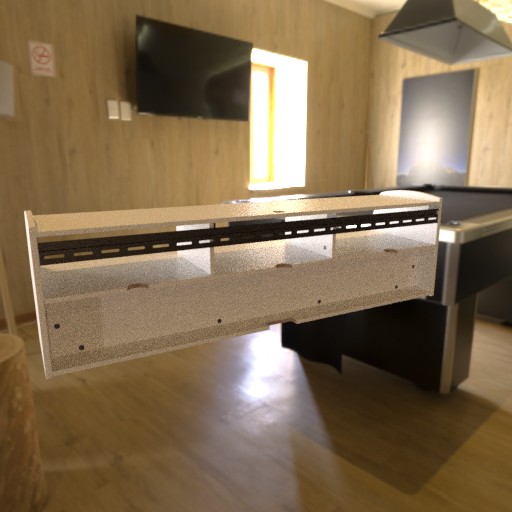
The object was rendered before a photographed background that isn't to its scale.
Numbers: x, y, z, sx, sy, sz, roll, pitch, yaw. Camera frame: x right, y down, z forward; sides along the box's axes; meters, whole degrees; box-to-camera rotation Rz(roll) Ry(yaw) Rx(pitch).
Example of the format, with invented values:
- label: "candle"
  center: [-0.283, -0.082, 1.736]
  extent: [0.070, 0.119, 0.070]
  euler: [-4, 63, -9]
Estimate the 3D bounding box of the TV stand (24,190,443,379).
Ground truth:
- label: "TV stand"
  center: [0.000, 0.000, 1.632]
  extent: [1.473, 0.424, 0.397]
  euler: [-7, 15, -28]
